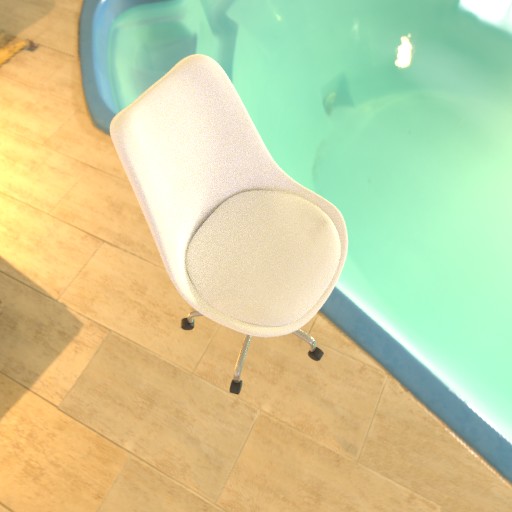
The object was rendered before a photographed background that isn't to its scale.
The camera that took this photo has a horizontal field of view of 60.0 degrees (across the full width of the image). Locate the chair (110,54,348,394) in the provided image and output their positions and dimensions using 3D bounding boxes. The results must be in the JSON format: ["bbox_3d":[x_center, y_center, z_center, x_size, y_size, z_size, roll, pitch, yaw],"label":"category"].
[{"bbox_3d":[0.000,0.000,1.258,0.550,0.930,0.550,29,63,16],"label":"chair"}]
